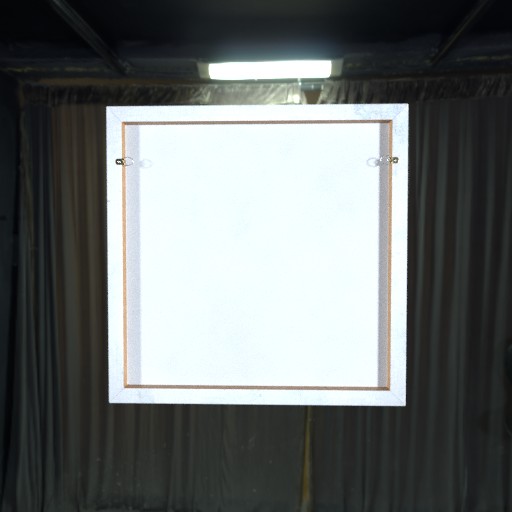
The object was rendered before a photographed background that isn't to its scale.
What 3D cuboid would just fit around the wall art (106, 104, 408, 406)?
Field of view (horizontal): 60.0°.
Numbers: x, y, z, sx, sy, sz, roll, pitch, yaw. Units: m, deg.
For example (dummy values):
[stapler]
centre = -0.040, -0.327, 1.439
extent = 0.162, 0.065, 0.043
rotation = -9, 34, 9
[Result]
[wall art]
centre = 0.000, 0.000, 1.143
extent = 0.762, 0.762, 0.041
rotation = 0, 2, 2
